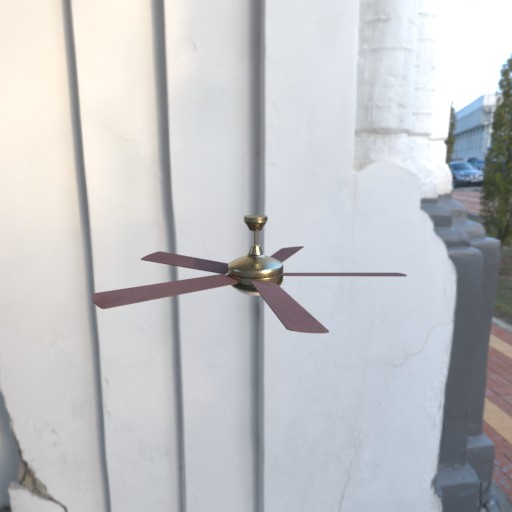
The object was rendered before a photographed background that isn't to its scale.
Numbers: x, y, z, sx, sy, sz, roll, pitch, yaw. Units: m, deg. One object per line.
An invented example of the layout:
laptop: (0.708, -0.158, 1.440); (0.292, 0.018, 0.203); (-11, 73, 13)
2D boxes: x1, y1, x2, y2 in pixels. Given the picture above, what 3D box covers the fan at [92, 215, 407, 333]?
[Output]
fan: (0.000, 0.000, 1.975); (1.321, 0.356, 1.321); (2, 13, 10)
